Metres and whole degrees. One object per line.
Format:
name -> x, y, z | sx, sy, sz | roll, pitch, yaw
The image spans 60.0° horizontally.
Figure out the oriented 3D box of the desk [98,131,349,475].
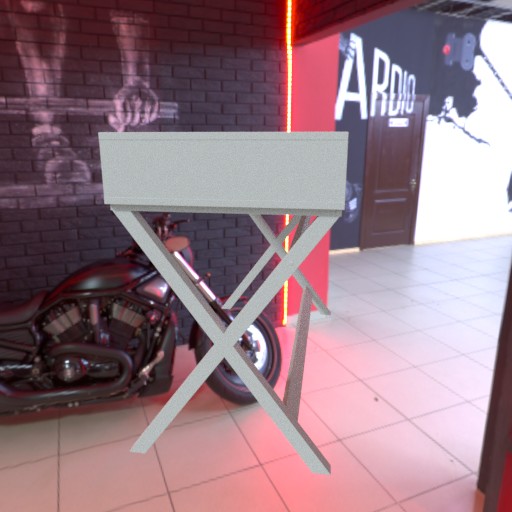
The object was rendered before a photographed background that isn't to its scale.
desk -> 0.000, 0.000, 1.475 | 0.525, 0.780, 1.057 | 2, 15, 9
